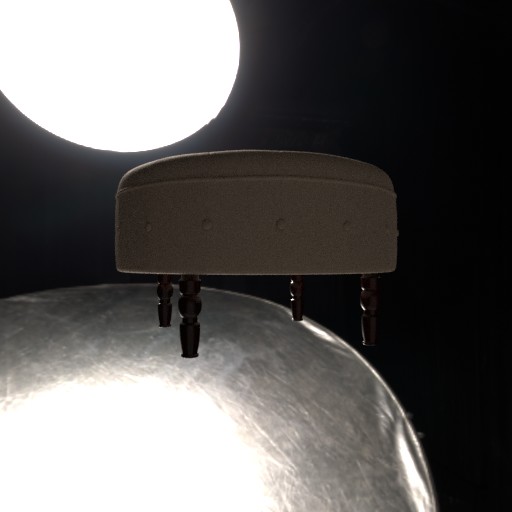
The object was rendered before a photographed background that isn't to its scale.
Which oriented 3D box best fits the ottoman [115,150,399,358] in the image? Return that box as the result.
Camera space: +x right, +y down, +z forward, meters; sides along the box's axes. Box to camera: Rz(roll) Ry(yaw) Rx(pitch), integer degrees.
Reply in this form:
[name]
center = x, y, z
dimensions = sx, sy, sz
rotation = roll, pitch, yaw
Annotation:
[ottoman]
center = 0.000, 0.000, 1.398
dimensions = 0.848, 0.494, 0.848
rotation = 0, 0, 0
